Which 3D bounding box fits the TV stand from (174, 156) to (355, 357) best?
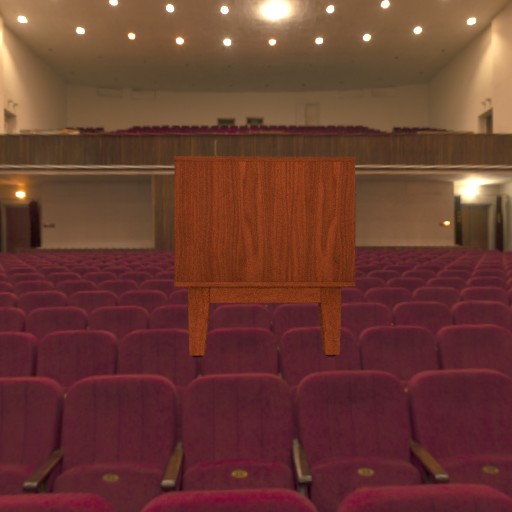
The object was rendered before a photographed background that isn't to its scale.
[{"bbox_3d":[0.000,0.000,1.635,0.366,0.409,1.482,0,0,-1],"label":"TV stand"}]
